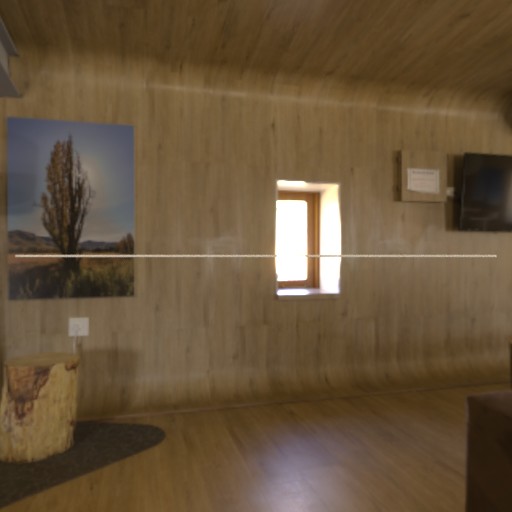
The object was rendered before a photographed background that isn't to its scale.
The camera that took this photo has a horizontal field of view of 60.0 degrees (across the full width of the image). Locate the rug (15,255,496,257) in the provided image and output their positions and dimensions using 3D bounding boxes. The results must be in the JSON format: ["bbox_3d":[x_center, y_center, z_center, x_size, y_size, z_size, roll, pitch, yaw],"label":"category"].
[{"bbox_3d":[0.000,0.000,2.179,1.753,0.008,1.143,0,0,1],"label":"rug"}]
